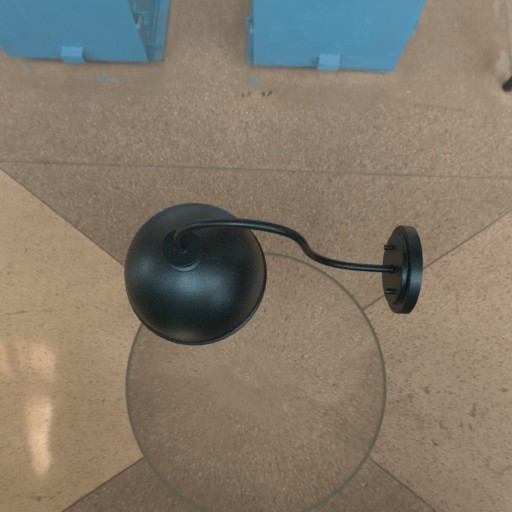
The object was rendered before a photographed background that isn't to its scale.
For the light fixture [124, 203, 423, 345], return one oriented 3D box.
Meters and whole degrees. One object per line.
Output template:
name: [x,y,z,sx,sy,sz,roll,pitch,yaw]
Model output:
light fixture: [0.000,0.000,0.655,0.467,0.295,0.253,3,75,1]
